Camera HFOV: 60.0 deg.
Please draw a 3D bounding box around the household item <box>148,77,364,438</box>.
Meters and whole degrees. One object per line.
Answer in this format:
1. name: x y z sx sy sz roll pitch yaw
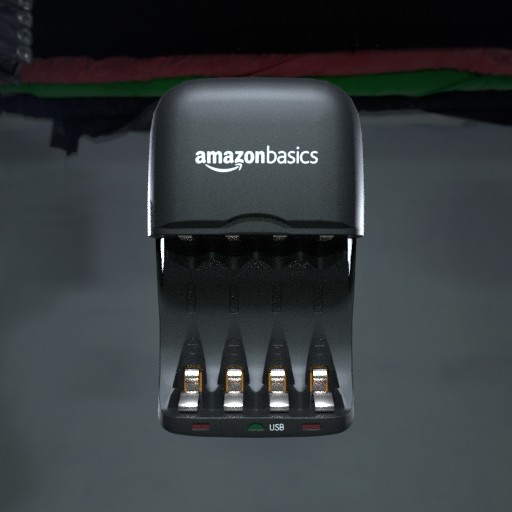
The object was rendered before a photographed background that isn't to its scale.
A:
1. household item: 0.000 0.000 0.147 0.070 0.114 0.038 0 -1 0
